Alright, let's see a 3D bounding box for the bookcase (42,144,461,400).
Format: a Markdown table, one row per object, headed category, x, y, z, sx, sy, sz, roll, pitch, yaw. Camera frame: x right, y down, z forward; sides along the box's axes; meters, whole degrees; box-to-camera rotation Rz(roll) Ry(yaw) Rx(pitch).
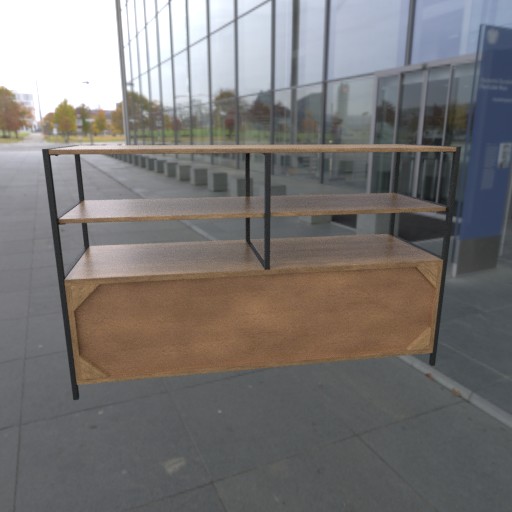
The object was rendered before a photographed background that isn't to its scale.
| category | x | y | z | sx | sy | sz | roll | pitch | yaw |
| --- | --- | --- | --- | --- | --- | --- | --- | --- | --- |
| bookcase | 0.000 | 0.000 | 1.475 | 1.149 | 0.712 | 0.391 | -3 | 16 | -10 |
